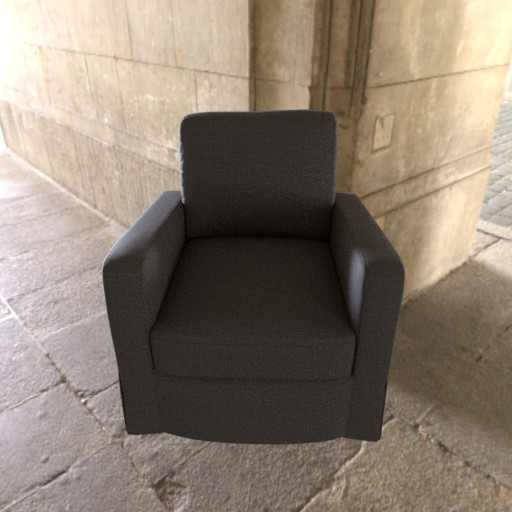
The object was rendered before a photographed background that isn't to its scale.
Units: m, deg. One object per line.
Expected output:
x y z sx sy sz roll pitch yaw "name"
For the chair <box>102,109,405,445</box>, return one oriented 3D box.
0.000 0.000 1.514 0.798 0.855 0.863 1 29 2 "chair"
